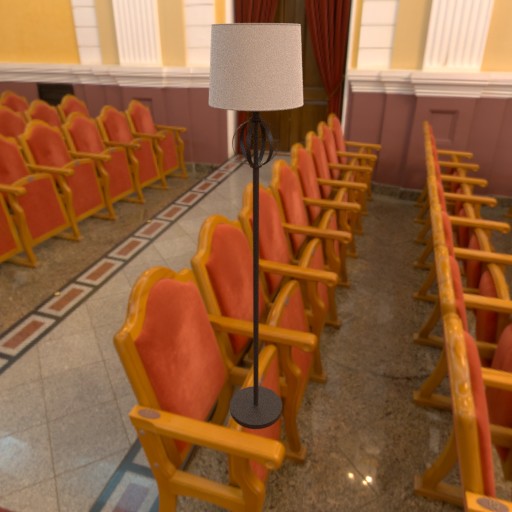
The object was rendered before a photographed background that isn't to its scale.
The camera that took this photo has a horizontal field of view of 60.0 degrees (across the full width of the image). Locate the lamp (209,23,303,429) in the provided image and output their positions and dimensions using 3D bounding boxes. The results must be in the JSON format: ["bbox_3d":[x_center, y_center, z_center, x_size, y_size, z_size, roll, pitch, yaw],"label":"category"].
[{"bbox_3d":[0.000,0.000,1.579,0.286,1.462,0.286,8,27,16],"label":"lamp"}]
